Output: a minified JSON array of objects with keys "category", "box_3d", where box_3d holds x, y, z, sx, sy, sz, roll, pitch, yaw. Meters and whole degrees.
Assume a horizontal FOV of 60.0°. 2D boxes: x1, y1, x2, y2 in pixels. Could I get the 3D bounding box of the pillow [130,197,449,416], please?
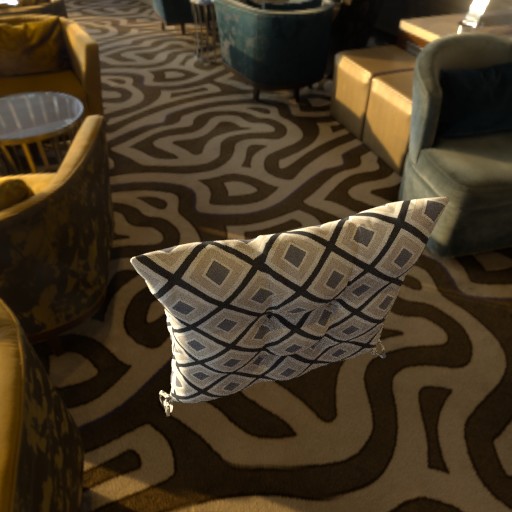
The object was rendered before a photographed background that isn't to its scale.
[{"category":"pillow","box_3d":[0.000,0.000,1.002,0.541,0.536,0.585,-12,43,-13]}]
